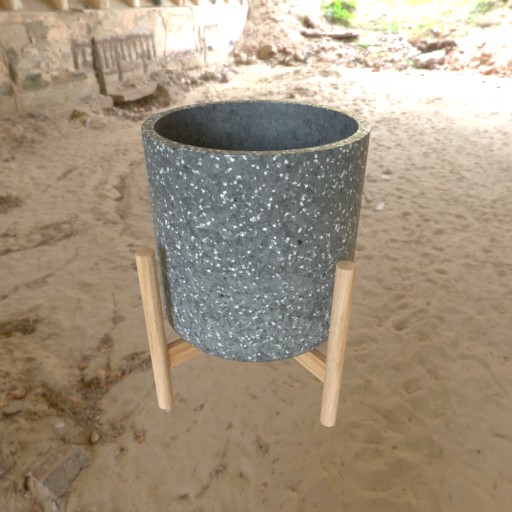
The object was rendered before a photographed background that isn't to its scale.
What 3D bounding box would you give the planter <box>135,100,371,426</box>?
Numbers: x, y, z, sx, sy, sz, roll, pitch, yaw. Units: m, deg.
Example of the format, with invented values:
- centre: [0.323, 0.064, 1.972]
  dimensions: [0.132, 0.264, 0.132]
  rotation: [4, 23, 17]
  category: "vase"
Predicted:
- centre: [0.000, 0.000, 0.703]
  dimensions: [0.360, 0.419, 0.360]
  rotation: [-8, 31, -13]
  category: "planter"
